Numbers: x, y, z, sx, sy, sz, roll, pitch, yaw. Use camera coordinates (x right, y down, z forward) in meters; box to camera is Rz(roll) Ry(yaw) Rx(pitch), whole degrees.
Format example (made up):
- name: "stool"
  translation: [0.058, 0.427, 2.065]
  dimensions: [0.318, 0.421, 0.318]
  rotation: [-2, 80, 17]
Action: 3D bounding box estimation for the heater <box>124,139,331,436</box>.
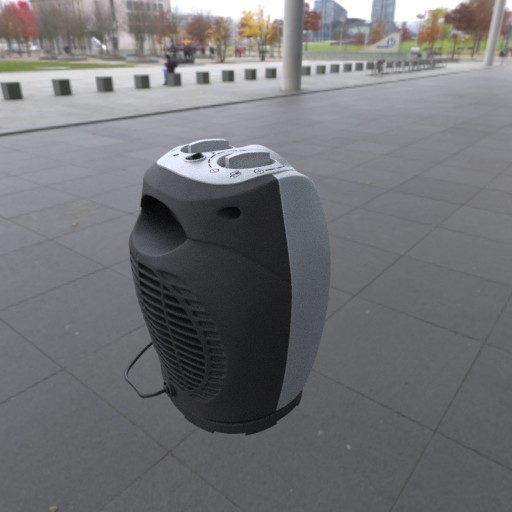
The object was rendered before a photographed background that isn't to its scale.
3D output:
- name: "heater"
  translation: [0.000, 0.000, 0.476]
  dimensions: [0.291, 0.255, 0.239]
  rotation: [-17, 30, -32]
